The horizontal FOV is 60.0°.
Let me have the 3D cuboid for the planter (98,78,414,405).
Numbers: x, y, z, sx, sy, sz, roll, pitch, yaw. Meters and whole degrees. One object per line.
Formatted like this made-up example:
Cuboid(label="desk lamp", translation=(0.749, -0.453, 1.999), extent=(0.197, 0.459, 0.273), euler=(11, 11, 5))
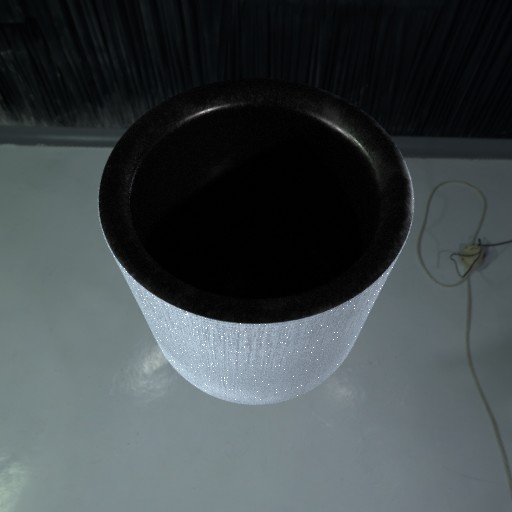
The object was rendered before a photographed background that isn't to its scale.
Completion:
Cuboid(label="planter", translation=(0.000, 0.000, 0.288), extent=(0.160, 0.156, 0.160), euler=(0, 59, 0))
